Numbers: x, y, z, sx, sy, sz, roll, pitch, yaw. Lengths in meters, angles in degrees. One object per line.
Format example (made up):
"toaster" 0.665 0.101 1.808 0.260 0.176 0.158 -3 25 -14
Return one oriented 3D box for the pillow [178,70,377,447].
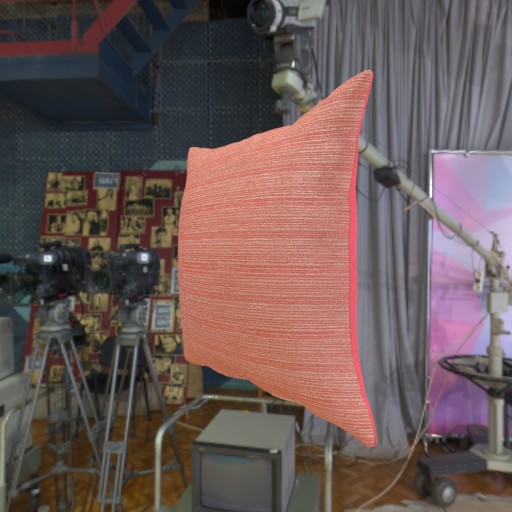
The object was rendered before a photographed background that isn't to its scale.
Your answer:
"pillow" 0.000 0.000 0.809 0.229 0.501 0.559 -1 1 -34
